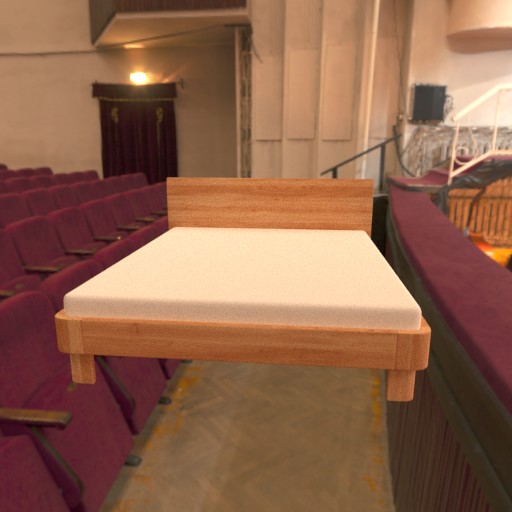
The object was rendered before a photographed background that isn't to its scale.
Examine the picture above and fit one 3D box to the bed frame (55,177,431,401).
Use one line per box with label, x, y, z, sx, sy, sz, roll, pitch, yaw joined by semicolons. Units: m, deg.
bed frame;0.000;0.000;3.112;1.872;0.940;2.092;1;14;6
